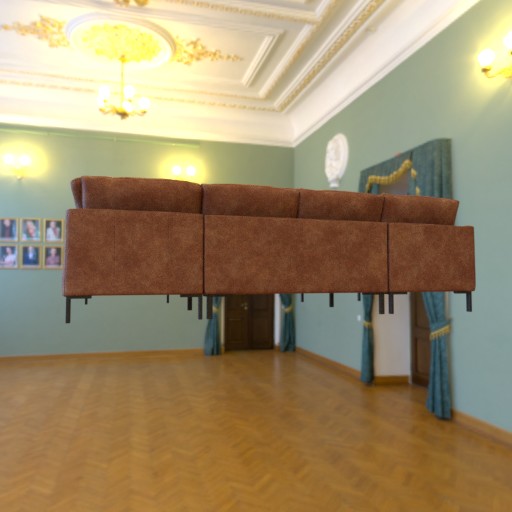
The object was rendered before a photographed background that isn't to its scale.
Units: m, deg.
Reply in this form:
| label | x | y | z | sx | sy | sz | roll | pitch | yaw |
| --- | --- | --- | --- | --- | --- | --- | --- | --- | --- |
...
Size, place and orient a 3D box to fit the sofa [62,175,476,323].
| label | x | y | z | sx | sy | sz | roll | pitch | yaw |
| --- | --- | --- | --- | --- | --- | --- | --- | --- | --- |
| sofa | 0.000 | 0.000 | 3.884 | 2.956 | 0.900 | 1.939 | 1 | -3 | -17 |
